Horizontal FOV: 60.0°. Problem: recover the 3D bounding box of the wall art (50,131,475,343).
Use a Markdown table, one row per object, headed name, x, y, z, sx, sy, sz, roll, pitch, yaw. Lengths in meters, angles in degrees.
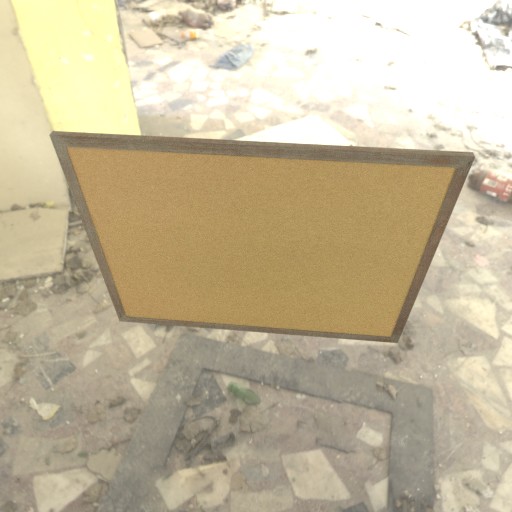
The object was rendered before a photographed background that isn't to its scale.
| name | x | y | z | sx | sy | sz | roll | pitch | yaw |
| --- | --- | --- | --- | --- | --- | --- | --- | --- | --- |
| wall art | 0.000 | 0.000 | 1.335 | 1.012 | 0.774 | 0.019 | 4 | 46 | 4 |
